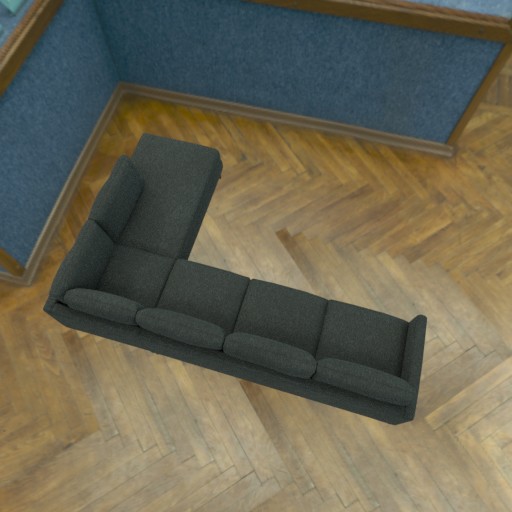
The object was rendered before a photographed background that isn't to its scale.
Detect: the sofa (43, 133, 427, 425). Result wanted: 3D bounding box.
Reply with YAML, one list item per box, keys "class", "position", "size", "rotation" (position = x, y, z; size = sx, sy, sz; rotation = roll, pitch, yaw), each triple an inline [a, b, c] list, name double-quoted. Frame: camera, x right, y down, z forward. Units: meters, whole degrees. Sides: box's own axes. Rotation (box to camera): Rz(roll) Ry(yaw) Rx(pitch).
- class: "sofa"
  position: [0.000, 0.000, 3.854]
  size: [2.949, 0.815, 2.007]
  rotation: [15, 66, 7]
